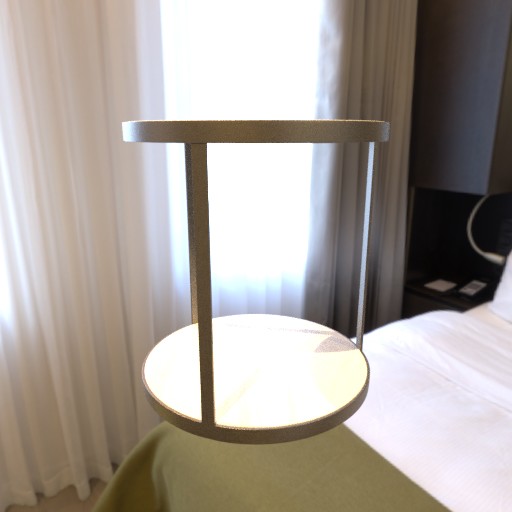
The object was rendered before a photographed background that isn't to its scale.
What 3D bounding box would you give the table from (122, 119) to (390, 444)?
[{"bbox_3d":[0.000,0.000,0.831,0.445,0.479,0.445,0,16,0],"label":"table"}]
